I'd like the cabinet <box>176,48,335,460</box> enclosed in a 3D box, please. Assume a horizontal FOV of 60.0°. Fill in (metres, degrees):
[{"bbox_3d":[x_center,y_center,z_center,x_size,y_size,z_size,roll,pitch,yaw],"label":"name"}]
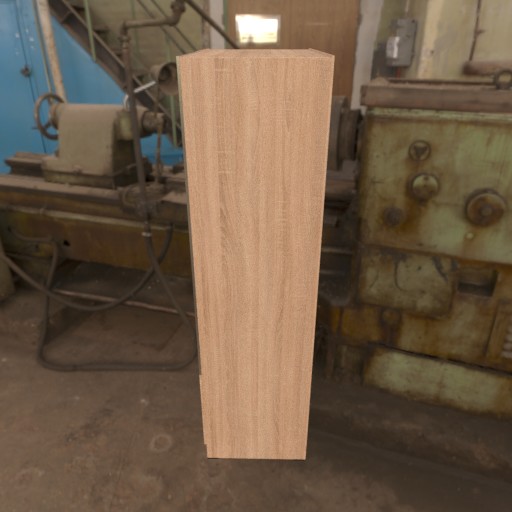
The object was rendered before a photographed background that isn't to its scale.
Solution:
[{"bbox_3d":[0.000,0.000,2.527,0.590,2.121,1.001,1,26,1],"label":"cabinet"}]
